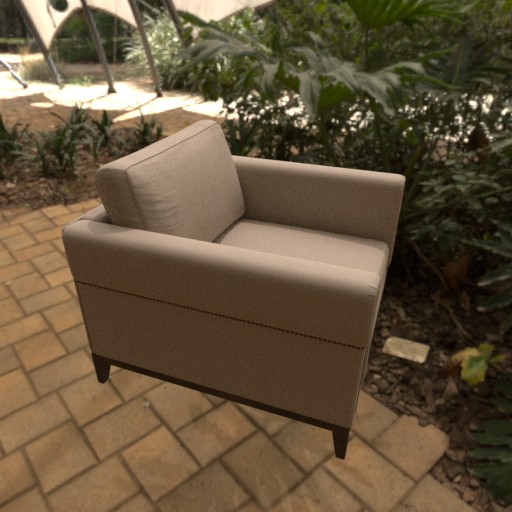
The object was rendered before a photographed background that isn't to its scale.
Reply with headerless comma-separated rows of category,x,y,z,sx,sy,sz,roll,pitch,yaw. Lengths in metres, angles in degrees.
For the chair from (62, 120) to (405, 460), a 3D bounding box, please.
chair,0.000,0.000,1.684,0.959,0.838,0.914,11,31,18
